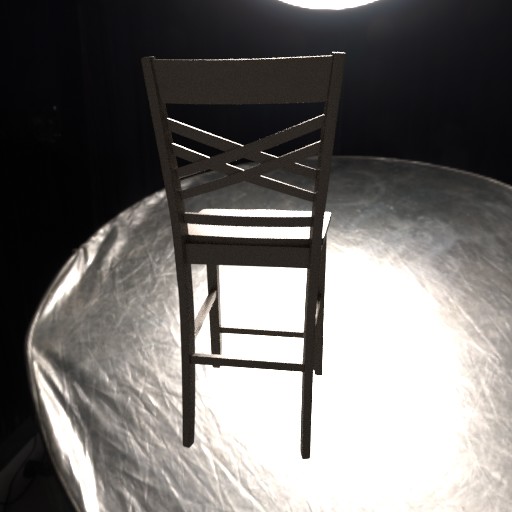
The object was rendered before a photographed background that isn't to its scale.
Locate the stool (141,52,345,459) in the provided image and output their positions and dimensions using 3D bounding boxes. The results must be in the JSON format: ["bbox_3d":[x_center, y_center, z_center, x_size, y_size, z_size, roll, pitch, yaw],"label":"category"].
[{"bbox_3d":[0.000,0.000,1.374,0.462,1.079,0.539,2,16,8],"label":"stool"}]
